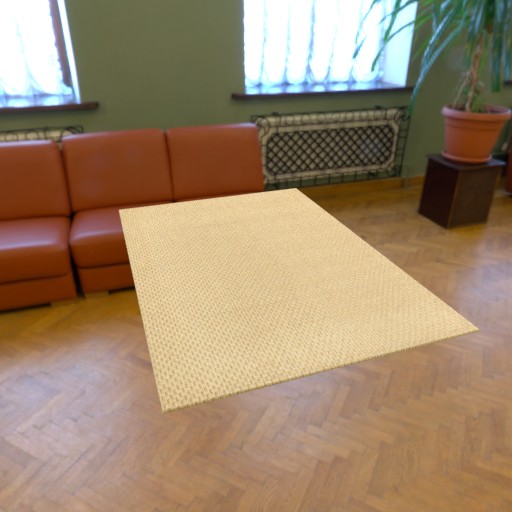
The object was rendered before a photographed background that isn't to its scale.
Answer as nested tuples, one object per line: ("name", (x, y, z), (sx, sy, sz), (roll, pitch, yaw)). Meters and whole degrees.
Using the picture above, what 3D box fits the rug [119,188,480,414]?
("rug", (0.000, 0.000, 2.788), (1.509, 0.013, 2.144), (-9, 29, -17))
